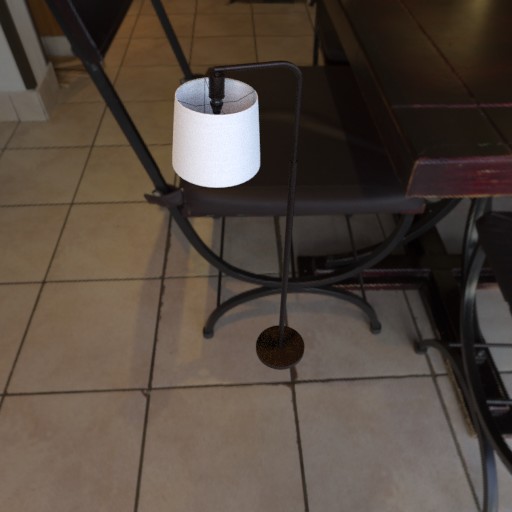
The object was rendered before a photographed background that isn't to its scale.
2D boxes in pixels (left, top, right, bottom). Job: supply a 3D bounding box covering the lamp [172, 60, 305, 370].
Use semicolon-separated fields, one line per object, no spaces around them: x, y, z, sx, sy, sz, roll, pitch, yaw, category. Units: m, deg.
0.000;0.000;1.678;0.508;1.478;0.254;-16;49;-14;lamp
